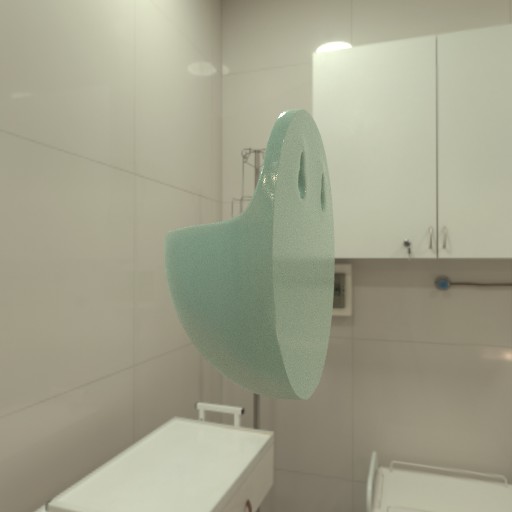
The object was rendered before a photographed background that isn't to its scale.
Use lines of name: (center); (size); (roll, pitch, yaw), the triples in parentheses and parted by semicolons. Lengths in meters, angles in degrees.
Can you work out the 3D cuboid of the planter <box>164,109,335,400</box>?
planter: (0.000, 0.000, 0.274); (0.073, 0.164, 0.189); (0, -1, 18)
